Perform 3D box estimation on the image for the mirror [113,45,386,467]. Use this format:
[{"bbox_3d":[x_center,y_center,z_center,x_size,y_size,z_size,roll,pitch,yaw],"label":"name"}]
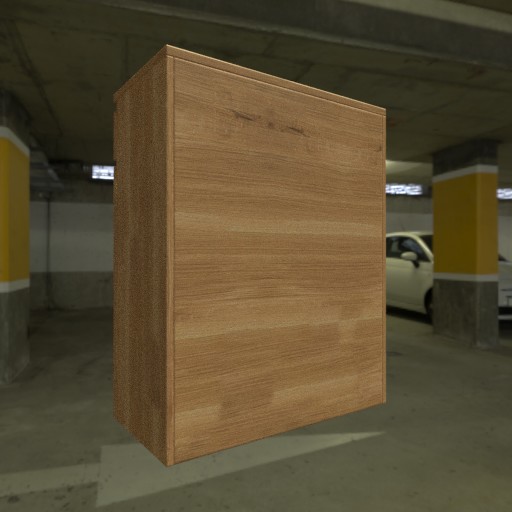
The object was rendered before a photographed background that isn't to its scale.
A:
[{"bbox_3d":[0.000,0.000,1.440,0.800,1.000,0.400,0,0,-35],"label":"mirror"}]
